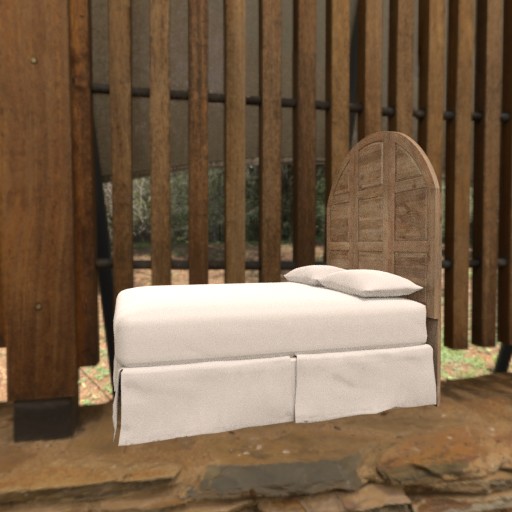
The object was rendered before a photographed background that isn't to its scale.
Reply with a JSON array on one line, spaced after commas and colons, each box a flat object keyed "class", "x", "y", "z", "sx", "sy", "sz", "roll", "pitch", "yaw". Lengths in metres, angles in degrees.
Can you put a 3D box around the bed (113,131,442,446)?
[{"class": "bed", "x": 0.000, "y": 0.000, "z": 3.408, "sx": 2.112, "sy": 2.002, "sz": 1.713, "roll": 0, "pitch": 1, "yaw": -17}]
